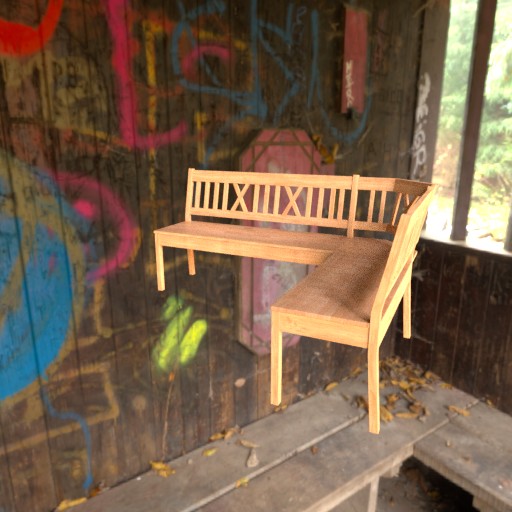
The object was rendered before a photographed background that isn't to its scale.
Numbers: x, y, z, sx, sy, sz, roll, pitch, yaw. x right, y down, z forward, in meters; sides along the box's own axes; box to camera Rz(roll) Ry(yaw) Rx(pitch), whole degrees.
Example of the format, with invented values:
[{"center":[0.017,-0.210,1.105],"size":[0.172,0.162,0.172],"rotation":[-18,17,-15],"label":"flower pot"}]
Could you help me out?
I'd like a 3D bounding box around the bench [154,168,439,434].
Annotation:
[{"center":[0.000,0.000,2.732],"size":[1.937,0.902,1.537],"rotation":[7,17,25],"label":"bench"}]
